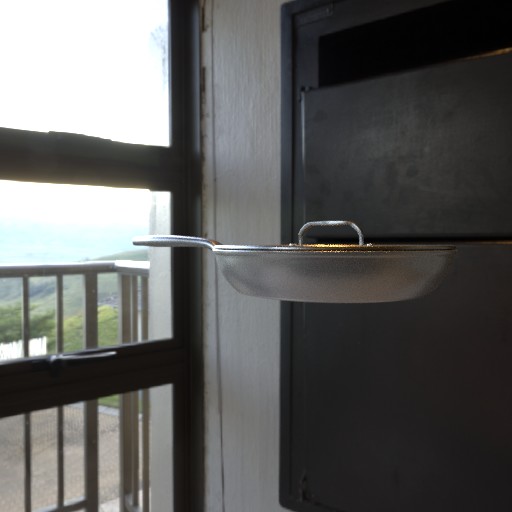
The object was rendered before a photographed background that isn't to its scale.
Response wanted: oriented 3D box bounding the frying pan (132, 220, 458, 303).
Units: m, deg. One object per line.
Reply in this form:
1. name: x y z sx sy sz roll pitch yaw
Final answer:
1. frying pan: 0.000 0.000 0.585 0.490 0.086 0.272 1 2 38
